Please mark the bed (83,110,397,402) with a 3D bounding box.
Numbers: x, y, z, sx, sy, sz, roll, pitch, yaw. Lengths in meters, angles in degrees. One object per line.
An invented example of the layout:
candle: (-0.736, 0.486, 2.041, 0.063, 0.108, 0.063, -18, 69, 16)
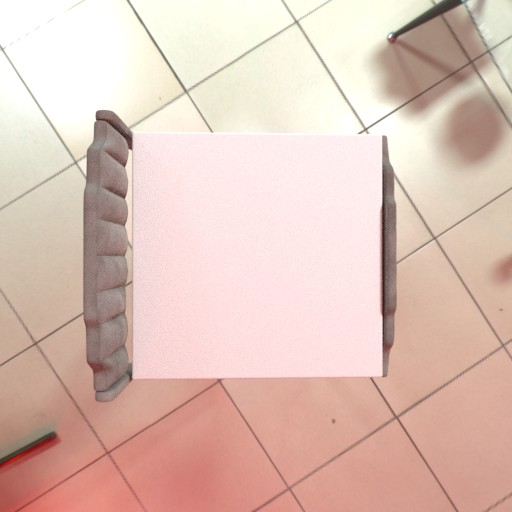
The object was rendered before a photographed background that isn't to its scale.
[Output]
bed: (0.000, 0.000, 3.584, 2.340, 1.245, 2.074, 0, 90, -2)
